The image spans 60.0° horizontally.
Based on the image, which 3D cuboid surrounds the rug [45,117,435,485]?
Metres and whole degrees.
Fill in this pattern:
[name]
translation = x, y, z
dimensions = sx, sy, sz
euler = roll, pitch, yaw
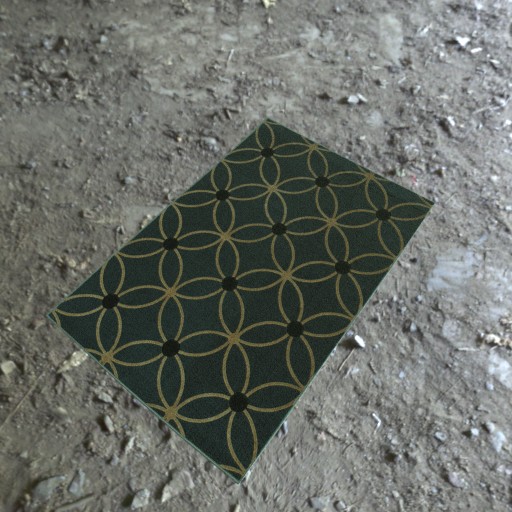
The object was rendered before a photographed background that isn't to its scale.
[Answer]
[rug]
translation = 0.000, 0.000, 2.944
dimensions = 1.522, 0.008, 2.284
euler = 33, 63, 19
